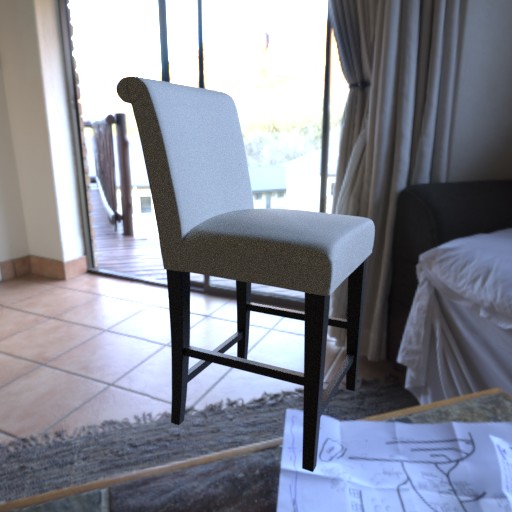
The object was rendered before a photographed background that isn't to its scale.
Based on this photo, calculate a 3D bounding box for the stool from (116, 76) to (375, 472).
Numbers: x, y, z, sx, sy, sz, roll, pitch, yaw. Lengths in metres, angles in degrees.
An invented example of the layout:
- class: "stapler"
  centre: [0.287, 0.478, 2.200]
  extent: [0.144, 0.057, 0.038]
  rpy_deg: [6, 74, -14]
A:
- class: "stool"
  centre: [0.000, 0.000, 1.312]
  extent: [0.597, 0.976, 0.452]
  rpy_deg: [7, 16, 26]
